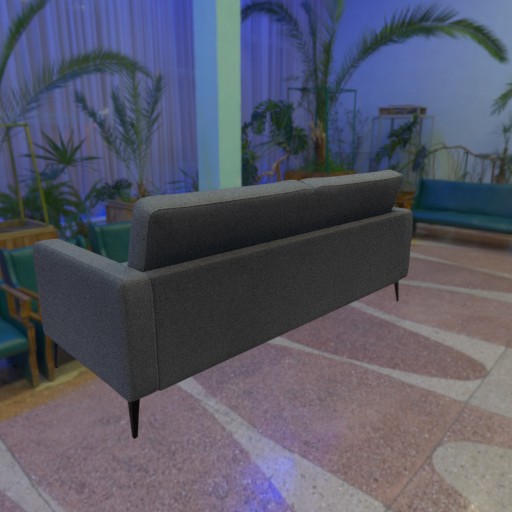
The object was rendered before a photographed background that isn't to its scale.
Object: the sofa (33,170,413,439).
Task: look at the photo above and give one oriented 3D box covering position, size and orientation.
[{"bbox_3d":[0.000,0.000,2.300,1.925,0.828,0.774,-15,21,-43],"label":"sofa"}]
